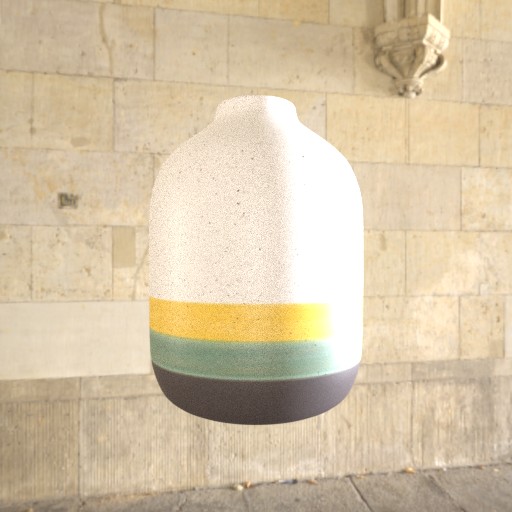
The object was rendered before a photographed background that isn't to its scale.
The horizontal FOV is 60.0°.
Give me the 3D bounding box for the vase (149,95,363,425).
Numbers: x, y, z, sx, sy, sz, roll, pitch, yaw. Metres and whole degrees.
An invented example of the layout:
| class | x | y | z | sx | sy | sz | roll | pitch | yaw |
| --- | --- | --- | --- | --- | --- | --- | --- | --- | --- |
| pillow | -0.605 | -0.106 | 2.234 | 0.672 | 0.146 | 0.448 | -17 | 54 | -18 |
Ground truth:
| class | x | y | z | sx | sy | sz | roll | pitch | yaw |
| --- | --- | --- | --- | --- | --- | --- | --- | --- | --- |
| vase | 0.000 | 0.000 | 0.361 | 0.169 | 0.240 | 0.169 | 0 | 0 | 0 |
